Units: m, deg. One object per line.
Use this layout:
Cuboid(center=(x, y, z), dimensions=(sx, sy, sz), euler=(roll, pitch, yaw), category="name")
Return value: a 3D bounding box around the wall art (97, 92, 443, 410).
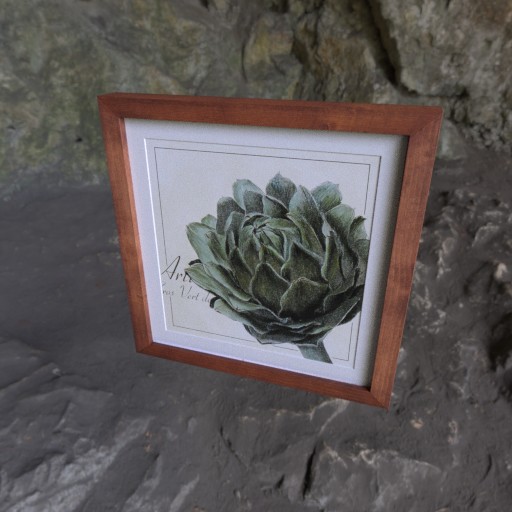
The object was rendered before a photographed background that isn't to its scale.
Cuboid(center=(0.000, 0.000, 0.578), dimensions=(0.386, 0.385, 0.038), euler=(8, 28, 16), category="wall art")
